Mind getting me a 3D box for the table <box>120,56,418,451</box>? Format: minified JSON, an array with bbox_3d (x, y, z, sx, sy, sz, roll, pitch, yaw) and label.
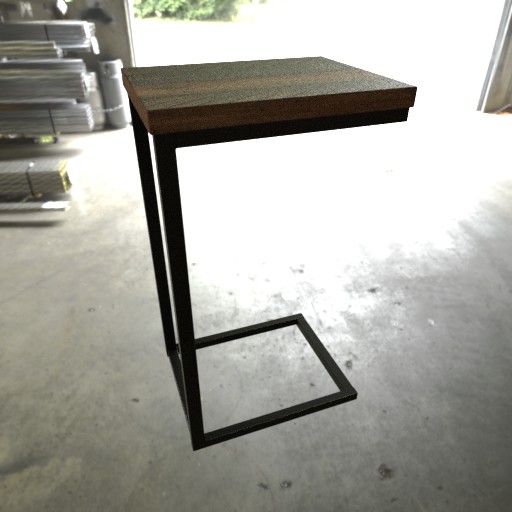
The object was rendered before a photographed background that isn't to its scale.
[{"bbox_3d":[0.000,0.000,0.939,0.414,0.718,0.323,-11,34,-17],"label":"table"}]
